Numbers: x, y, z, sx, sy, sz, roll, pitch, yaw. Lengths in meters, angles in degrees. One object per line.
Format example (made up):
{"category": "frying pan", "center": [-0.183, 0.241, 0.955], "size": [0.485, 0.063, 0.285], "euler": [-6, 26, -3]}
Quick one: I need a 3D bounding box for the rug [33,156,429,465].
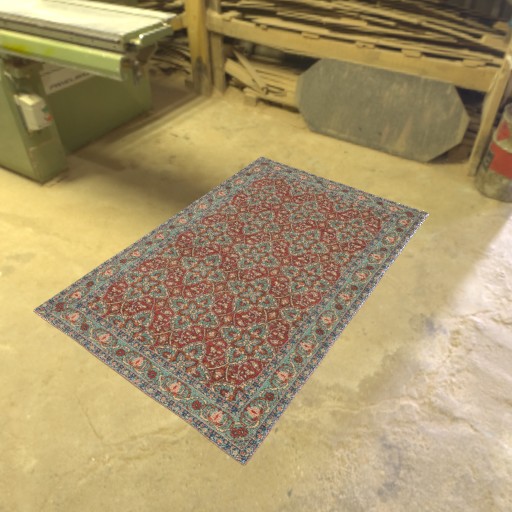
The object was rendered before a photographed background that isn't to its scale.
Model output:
{"category": "rug", "center": [0.000, 0.000, 2.331], "size": [1.219, 0.009, 1.829], "euler": [25, 46, 26]}
